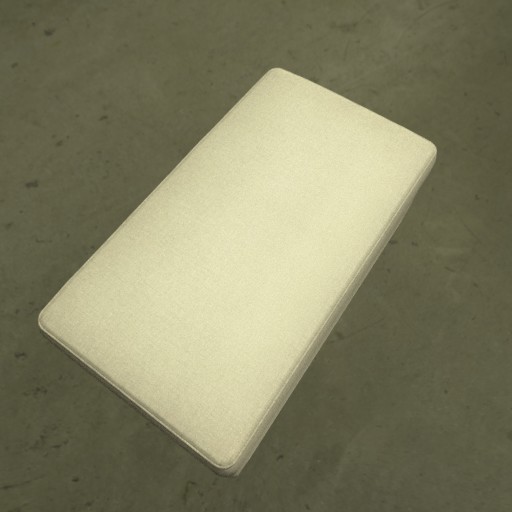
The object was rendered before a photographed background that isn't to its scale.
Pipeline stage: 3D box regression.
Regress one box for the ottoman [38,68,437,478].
[{"bbox_3d":[0.000,0.000,1.369,0.617,0.461,1.097,32,69,14],"label":"ottoman"}]
